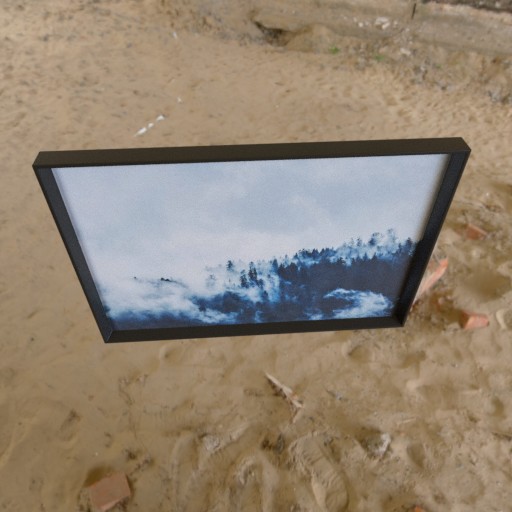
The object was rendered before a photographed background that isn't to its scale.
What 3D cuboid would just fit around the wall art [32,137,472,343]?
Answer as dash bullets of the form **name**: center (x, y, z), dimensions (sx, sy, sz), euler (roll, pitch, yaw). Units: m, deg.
- **wall art**: center (0.000, 0.000, 1.186), dimensions (0.939, 0.640, 0.058), euler (-3, 44, -3)
